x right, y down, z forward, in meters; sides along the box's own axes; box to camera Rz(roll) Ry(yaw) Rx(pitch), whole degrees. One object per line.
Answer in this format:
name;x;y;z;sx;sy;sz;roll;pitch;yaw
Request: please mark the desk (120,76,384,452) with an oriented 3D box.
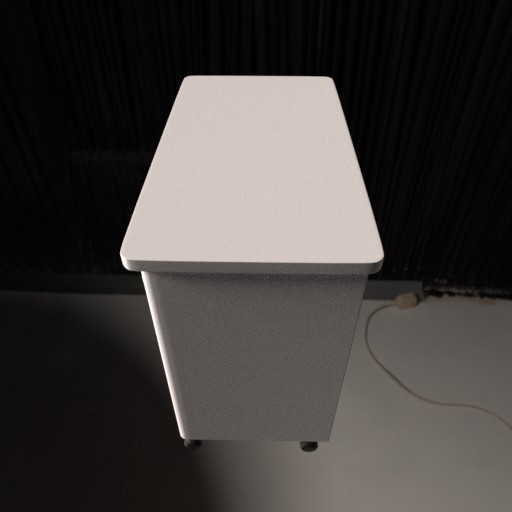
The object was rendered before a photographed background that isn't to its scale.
desk;0.000;0.000;1.350;0.475;0.763;0.877;1;42;1
